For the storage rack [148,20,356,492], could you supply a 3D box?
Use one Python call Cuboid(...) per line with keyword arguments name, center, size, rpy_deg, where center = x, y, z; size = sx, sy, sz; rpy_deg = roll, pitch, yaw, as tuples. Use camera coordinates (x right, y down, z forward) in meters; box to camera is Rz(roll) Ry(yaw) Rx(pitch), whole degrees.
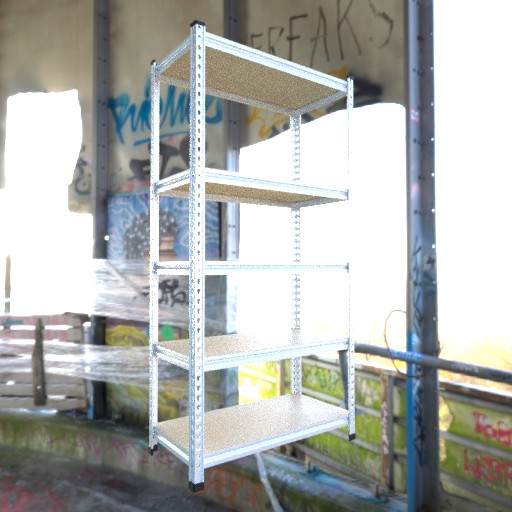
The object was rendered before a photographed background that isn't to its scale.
Cuboid(name="storage rack", center=(0.000, 0.000, 2.162), size=(0.914, 1.829, 0.457), rpy_deg=(1, -2, -36))
